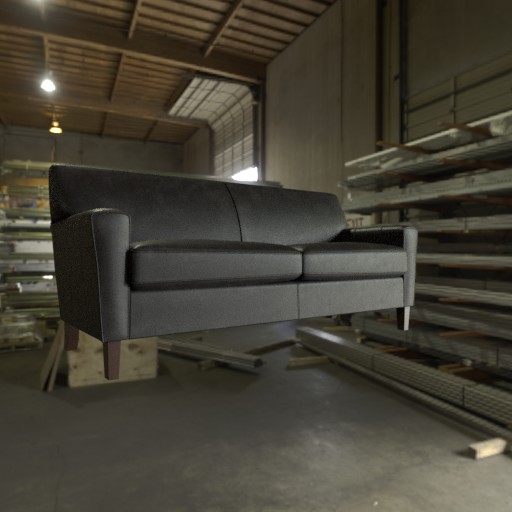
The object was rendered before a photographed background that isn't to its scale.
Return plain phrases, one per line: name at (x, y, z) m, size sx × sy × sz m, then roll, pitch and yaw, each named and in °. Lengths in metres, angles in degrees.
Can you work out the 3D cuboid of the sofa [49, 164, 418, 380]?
sofa at (0.000, 0.000, 2.538) m, size 2.053 × 0.947 × 0.805 m, roll 0°, pitch 1°, yaw -36°
